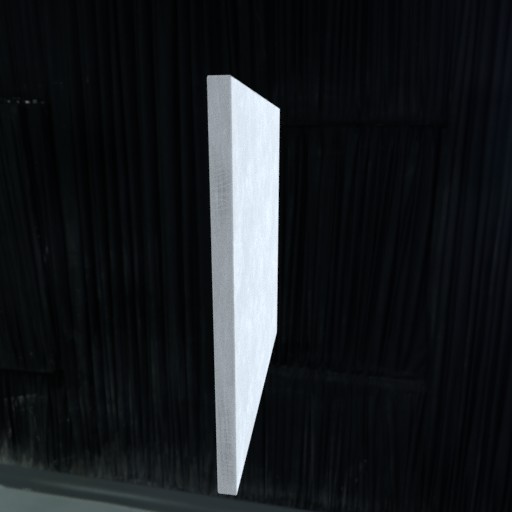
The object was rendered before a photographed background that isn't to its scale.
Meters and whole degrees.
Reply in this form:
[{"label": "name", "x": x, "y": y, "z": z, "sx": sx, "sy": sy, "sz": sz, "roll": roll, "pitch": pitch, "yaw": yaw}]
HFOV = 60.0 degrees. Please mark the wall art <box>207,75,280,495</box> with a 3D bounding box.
[{"label": "wall art", "x": 0.000, "y": 0.000, "z": 0.449, "sx": 0.015, "sy": 0.303, "sz": 0.303, "roll": 2, "pitch": 15, "yaw": 8}]
